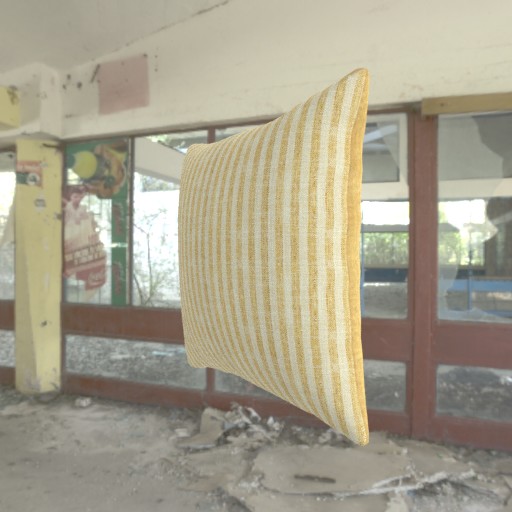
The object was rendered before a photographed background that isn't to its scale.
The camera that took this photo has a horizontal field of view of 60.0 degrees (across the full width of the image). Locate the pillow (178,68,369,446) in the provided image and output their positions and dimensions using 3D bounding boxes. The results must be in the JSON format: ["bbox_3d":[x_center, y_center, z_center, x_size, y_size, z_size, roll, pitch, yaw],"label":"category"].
[{"bbox_3d":[0.000,0.000,0.646,0.173,0.407,0.419,0,0,-35],"label":"pillow"}]
